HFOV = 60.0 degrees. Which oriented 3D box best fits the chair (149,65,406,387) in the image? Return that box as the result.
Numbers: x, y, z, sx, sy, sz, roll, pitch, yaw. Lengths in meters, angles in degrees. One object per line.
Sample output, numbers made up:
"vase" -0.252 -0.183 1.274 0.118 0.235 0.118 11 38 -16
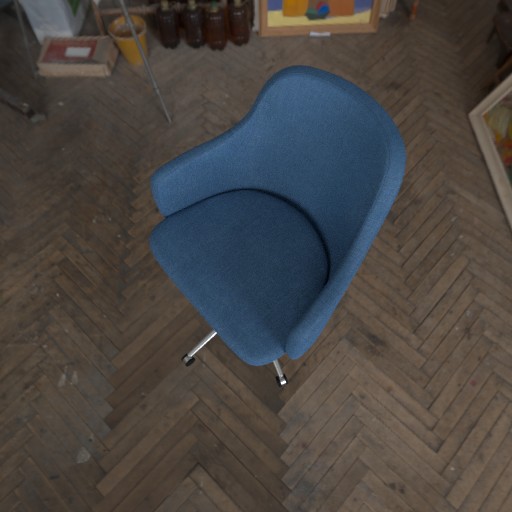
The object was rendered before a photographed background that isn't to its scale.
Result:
"chair" 0.000 0.000 1.263 0.655 0.820 0.599 -37 69 -17
